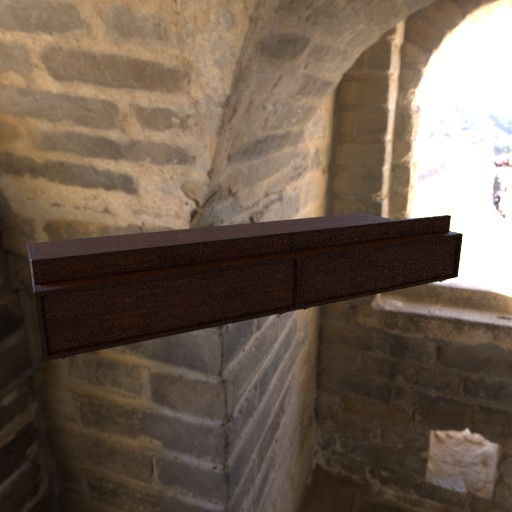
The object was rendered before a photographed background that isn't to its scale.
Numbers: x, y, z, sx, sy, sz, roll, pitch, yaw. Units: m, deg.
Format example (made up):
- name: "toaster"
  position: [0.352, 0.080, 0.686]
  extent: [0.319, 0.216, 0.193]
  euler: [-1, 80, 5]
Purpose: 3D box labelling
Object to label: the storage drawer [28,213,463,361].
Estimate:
- name: "storage drawer"
  position: [0.000, 0.000, 2.116]
  extent: [1.914, 0.339, 0.774]
  euler: [-7, 16, -27]
